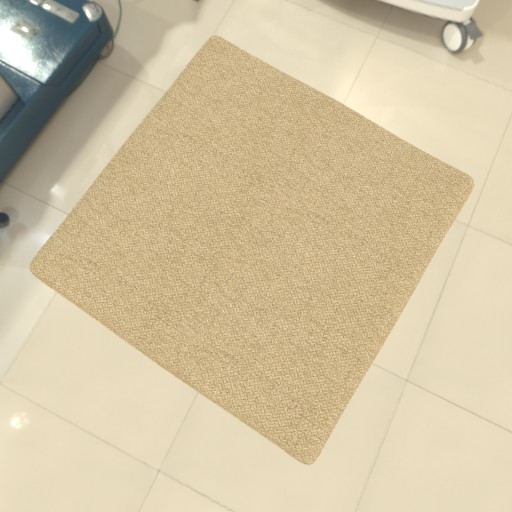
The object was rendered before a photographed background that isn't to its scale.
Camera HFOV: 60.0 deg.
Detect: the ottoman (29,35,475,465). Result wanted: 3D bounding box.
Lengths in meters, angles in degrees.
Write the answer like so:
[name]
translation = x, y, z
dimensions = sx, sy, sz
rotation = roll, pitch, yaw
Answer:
[ottoman]
translation = 0.000, 0.000, 0.857
dimensions = 0.508, 0.432, 0.508
rotation = 32, 78, 8
